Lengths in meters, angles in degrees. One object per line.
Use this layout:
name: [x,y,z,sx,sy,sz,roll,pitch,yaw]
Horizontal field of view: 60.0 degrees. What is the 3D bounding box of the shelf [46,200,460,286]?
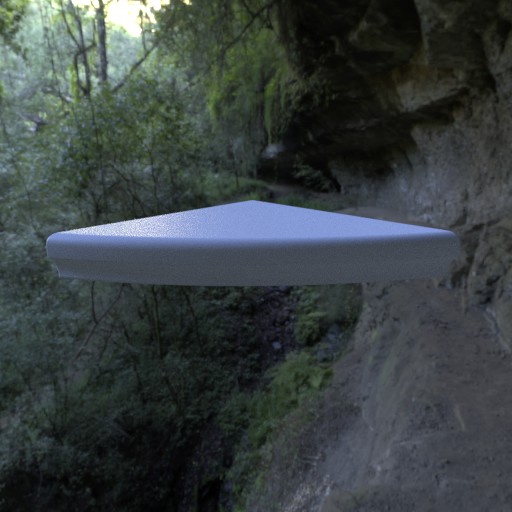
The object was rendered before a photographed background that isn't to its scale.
shelf: [0.000,0.000,0.472,0.310,0.050,0.310,15,22,41]
